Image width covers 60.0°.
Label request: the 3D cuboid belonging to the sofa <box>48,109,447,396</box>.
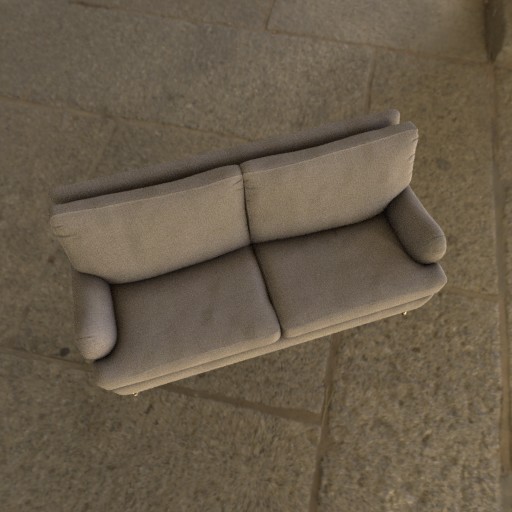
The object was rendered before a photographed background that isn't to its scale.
[{"bbox_3d":[0.000,0.000,2.769,2.193,1.096,1.069,-15,65,-7],"label":"sofa"}]
